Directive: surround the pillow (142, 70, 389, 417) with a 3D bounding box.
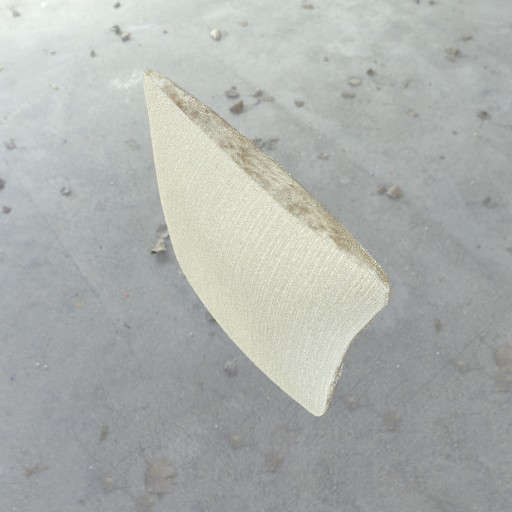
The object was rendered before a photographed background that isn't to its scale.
[{"bbox_3d":[0.000,0.000,0.821,0.216,0.525,0.538,-33,62,-20],"label":"pillow"}]
